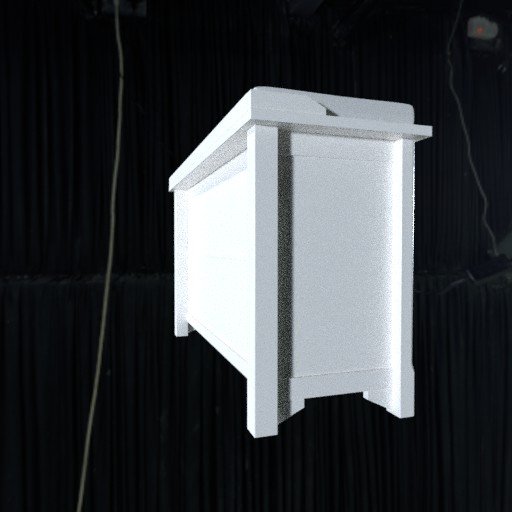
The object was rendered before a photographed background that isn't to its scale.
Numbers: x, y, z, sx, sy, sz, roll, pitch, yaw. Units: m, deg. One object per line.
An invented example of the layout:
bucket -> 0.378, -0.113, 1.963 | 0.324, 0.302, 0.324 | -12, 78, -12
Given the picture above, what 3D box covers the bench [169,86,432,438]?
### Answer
bench -> 0.000, 0.000, 1.225 | 0.346, 0.589, 0.987 | 0, 1, -18
